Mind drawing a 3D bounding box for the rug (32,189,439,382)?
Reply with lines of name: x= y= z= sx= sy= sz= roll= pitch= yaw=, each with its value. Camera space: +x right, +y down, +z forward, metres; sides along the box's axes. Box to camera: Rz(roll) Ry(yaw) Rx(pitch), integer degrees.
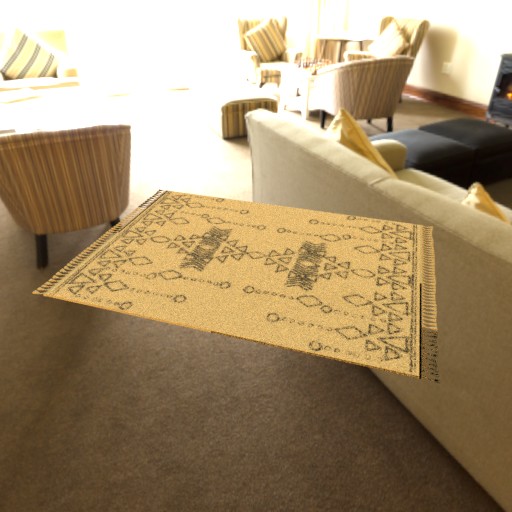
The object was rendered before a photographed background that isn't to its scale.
rug: x=0.000 y=0.000 z=3.011 sx=2.312 sy=0.013 sz=1.600 roll=10 pitch=34 yaw=15
